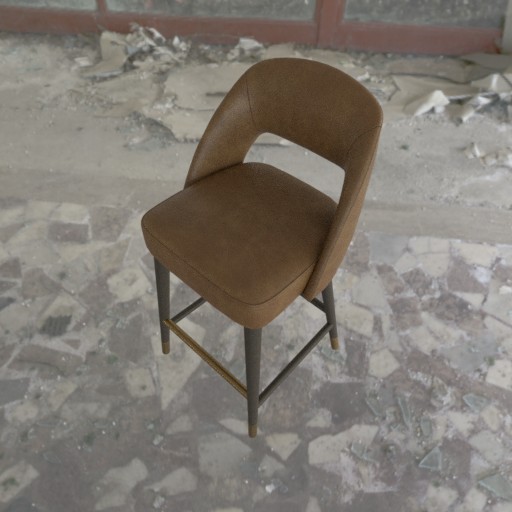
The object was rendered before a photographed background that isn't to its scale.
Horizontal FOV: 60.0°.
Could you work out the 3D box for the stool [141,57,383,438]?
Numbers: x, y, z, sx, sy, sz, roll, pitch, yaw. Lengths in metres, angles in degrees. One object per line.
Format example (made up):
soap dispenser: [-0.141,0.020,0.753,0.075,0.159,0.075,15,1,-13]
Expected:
stool: [0.000,0.000,1.265,0.494,0.940,0.509,35,56,28]
